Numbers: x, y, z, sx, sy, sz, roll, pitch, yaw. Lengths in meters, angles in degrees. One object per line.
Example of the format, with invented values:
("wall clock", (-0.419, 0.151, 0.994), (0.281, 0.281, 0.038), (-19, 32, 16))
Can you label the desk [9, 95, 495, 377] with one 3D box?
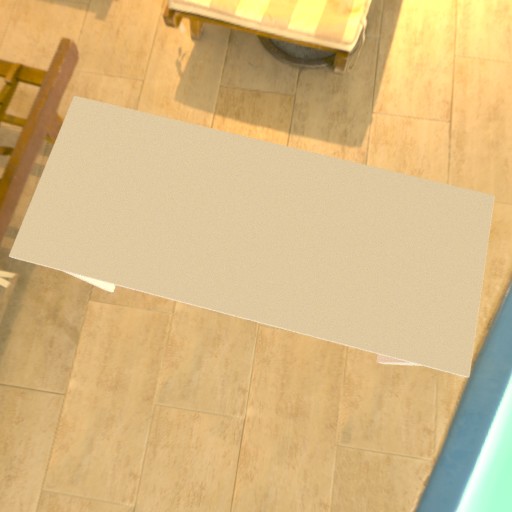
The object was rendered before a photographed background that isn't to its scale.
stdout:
("desk", (0.000, 0.000, 1.714), (1.372, 0.774, 0.559), (14, 77, 3))
